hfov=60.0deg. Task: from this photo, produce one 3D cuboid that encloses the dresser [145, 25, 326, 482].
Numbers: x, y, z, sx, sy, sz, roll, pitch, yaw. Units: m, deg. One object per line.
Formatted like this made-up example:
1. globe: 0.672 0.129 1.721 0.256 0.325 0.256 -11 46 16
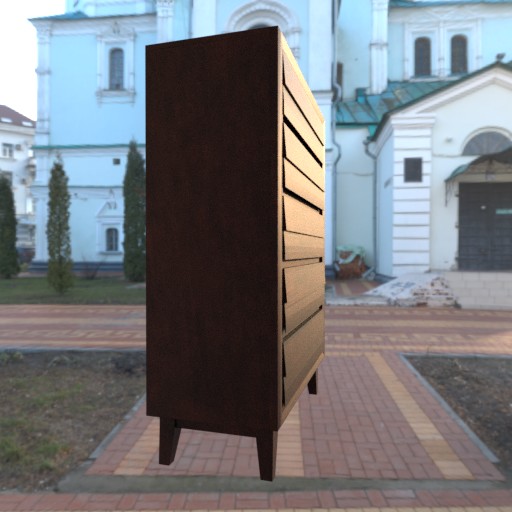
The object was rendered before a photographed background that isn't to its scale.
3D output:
1. dresser: 0.000 0.000 2.032 0.506 1.514 1.072 0 1 17
